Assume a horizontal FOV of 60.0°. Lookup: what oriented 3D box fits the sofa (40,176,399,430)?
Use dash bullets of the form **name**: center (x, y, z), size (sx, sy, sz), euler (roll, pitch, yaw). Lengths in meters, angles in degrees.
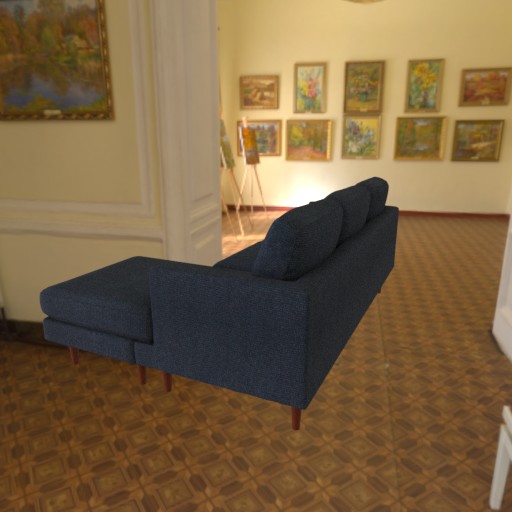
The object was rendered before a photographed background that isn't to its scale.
- **sofa**: center (0.000, 0.000, 2.980), size (1.504, 0.956, 2.233), euler (7, 17, 25)
